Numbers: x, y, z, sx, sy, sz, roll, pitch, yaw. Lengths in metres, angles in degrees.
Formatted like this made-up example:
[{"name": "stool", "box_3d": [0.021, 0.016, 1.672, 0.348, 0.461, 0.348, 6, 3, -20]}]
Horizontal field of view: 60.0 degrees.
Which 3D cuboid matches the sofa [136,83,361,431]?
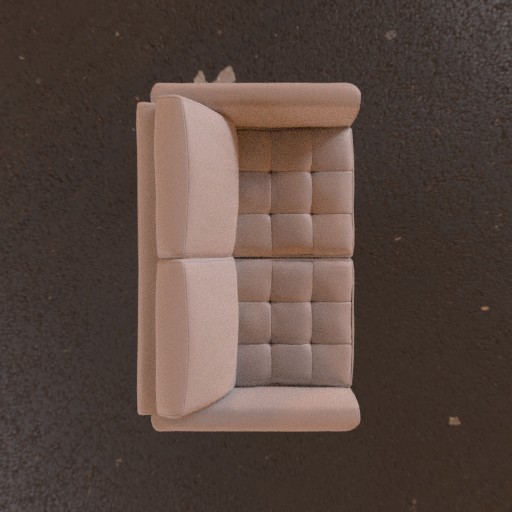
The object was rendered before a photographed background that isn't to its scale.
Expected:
[{"name": "sofa", "box_3d": [0.000, 0.000, 2.415, 1.121, 0.930, 1.819, 0, 90, 1]}]
